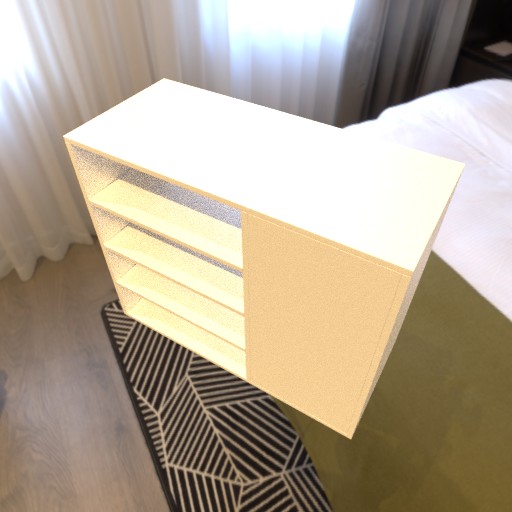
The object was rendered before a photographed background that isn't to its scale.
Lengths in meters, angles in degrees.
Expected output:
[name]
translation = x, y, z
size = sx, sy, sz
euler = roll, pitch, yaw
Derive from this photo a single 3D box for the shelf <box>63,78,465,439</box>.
[shelf]
translation = 0.000, 0.000, 1.331
size = 0.895, 0.732, 0.396
euler = 23, 50, 21
